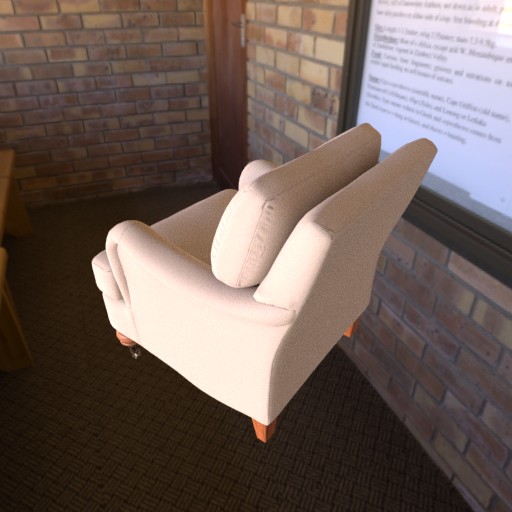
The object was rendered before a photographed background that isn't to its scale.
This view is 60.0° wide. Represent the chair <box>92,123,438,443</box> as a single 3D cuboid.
[{"bbox_3d":[0.000,0.000,1.859,1.070,1.038,0.955,21,37,30],"label":"chair"}]
